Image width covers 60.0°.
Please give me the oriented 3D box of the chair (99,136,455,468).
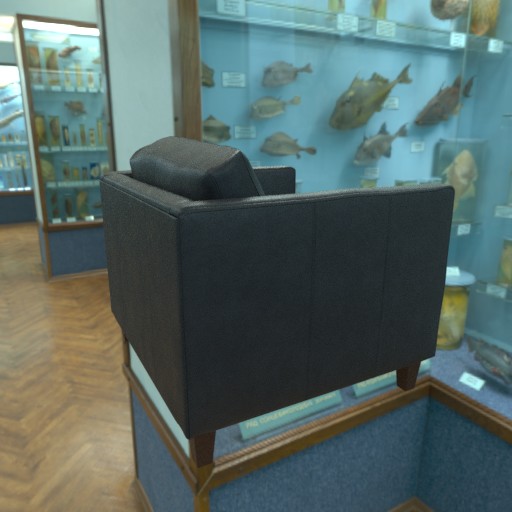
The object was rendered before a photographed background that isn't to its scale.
[{"bbox_3d":[0.000,0.000,1.553,0.862,0.811,0.939,-8,17,-27],"label":"chair"}]
